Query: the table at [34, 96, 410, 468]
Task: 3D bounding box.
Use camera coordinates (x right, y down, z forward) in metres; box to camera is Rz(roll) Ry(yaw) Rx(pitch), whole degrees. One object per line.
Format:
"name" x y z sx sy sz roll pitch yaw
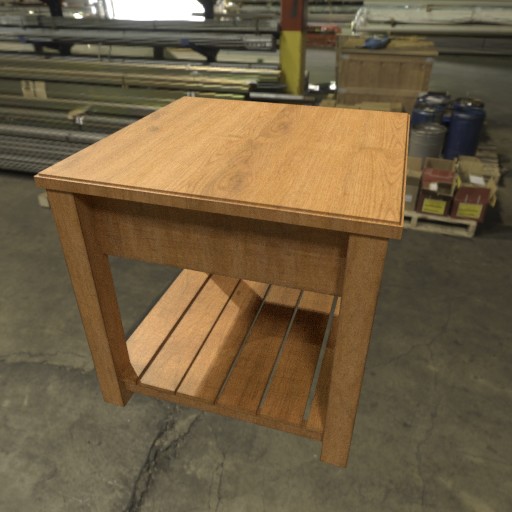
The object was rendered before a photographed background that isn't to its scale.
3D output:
"table" 0.000 0.000 1.093 0.616 0.593 0.612 9 34 14
